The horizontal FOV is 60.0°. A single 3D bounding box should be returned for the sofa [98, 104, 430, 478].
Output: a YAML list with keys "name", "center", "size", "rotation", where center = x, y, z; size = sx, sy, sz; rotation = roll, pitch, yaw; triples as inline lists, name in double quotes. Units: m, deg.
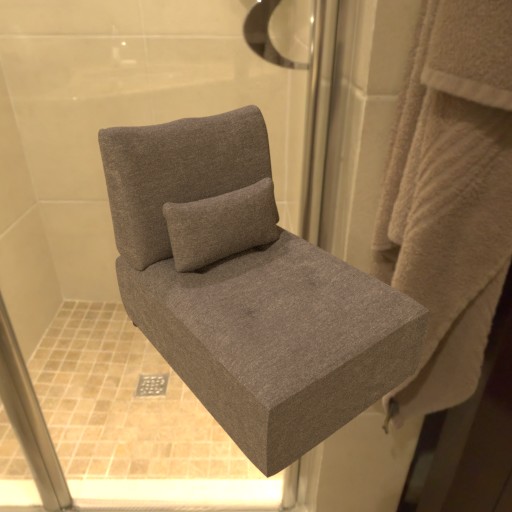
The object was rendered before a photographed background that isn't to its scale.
- name: "sofa"
  center: [0.000, 0.000, 1.565]
  size: [0.700, 0.820, 1.000]
  rotation: [-21, 36, -32]
